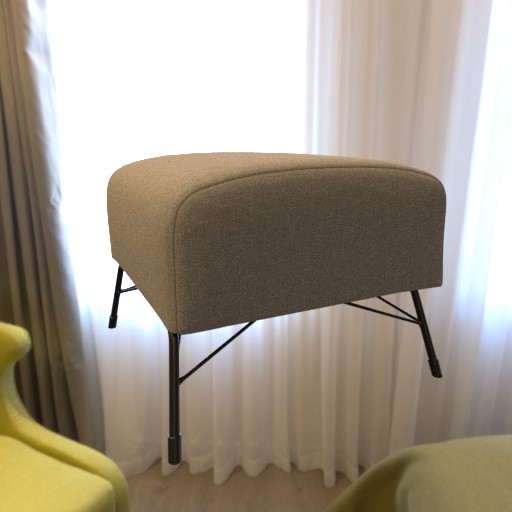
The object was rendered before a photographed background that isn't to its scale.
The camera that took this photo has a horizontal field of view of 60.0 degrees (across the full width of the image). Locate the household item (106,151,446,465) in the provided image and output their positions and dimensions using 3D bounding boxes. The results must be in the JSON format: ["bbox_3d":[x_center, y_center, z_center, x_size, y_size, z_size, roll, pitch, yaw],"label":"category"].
[{"bbox_3d":[0.000,0.000,0.898,0.530,0.410,0.530,-7,16,-26],"label":"household item"}]
